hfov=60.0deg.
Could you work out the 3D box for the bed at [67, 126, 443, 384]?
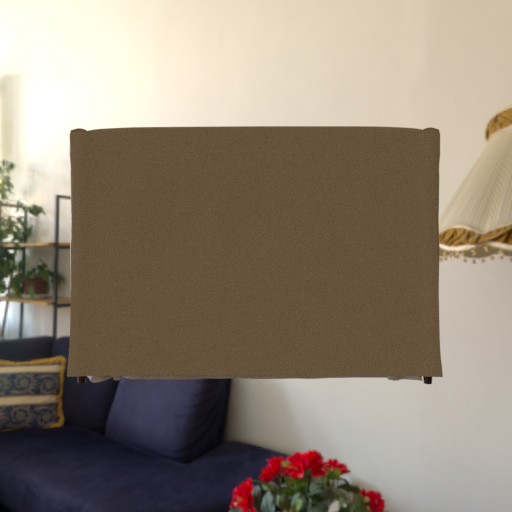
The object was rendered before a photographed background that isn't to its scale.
[{"bbox_3d":[0.000,0.000,3.381,1.925,1.332,2.276,0,0,0],"label":"bed"}]
